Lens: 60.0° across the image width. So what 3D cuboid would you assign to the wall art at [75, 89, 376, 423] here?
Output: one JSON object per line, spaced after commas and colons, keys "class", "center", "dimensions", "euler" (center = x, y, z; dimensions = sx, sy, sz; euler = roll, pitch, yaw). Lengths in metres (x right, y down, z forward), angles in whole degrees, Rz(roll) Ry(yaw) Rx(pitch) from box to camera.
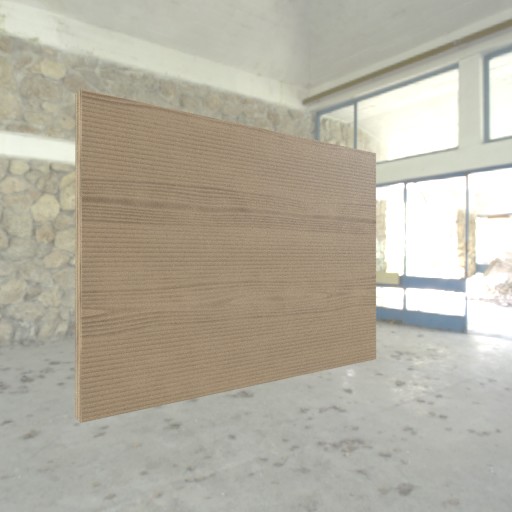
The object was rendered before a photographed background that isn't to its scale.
{"class": "wall art", "center": [0.000, 0.000, 1.084], "dimensions": [0.841, 0.609, 0.063], "euler": [0, 0, -37]}
